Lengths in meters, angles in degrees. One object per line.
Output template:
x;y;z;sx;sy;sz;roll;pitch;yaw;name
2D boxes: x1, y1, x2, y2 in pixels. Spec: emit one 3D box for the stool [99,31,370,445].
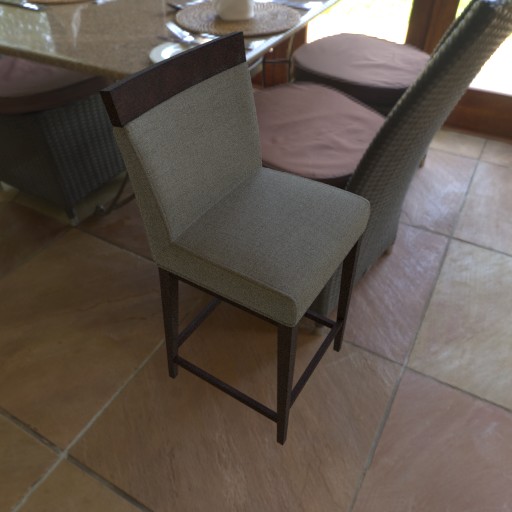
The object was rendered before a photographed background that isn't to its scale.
0.000;0.000;1.379;0.531;1.117;0.511;23;47;23;stool
